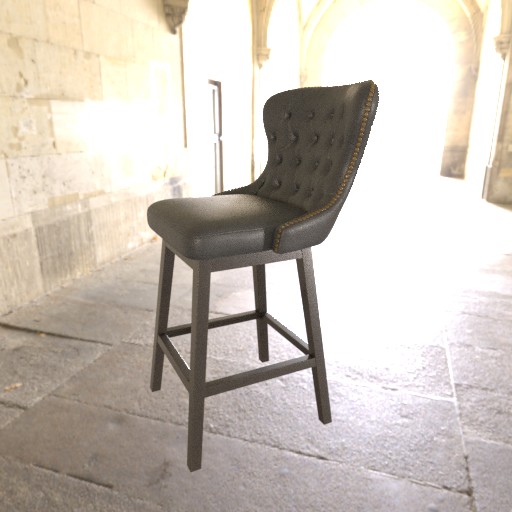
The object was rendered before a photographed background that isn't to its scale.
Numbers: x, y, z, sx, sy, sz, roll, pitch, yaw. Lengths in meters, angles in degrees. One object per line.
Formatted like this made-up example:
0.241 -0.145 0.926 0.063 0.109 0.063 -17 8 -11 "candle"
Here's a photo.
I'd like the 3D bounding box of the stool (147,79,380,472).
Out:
0.000 0.000 1.311 0.593 0.971 0.528 -8 19 -26 "stool"
